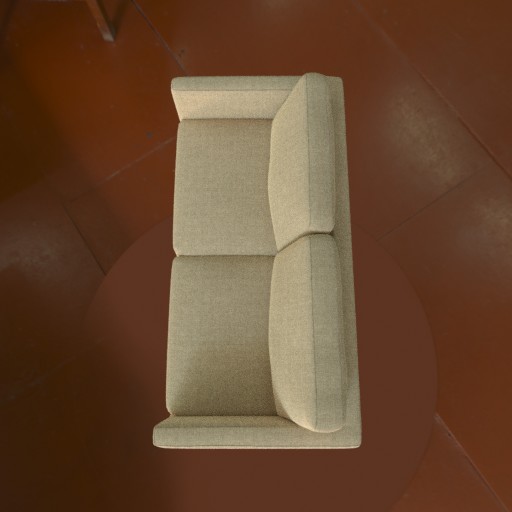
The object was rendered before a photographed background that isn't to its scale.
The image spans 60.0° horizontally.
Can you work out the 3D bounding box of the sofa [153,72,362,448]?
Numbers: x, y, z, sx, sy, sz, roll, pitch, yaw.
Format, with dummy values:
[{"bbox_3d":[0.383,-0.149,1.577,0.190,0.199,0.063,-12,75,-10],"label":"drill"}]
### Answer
[{"bbox_3d":[0.000,0.000,2.422,0.950,0.963,1.884,0,76,0],"label":"sofa"}]
